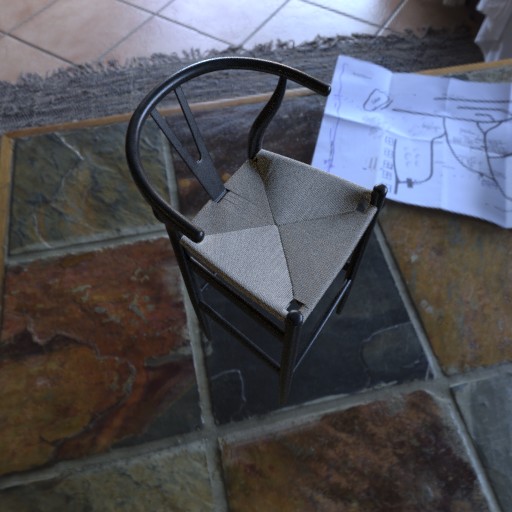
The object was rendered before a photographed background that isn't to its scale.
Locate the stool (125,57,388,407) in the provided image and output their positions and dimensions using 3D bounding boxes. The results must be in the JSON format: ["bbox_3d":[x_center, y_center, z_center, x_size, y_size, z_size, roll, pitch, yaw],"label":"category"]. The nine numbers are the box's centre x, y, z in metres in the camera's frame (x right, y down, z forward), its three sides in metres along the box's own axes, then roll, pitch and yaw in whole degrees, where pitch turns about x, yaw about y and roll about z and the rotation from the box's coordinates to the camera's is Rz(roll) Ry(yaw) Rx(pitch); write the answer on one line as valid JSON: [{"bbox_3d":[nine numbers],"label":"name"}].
[{"bbox_3d":[0.000,0.000,1.437,0.579,1.072,0.569,30,63,17],"label":"stool"}]
